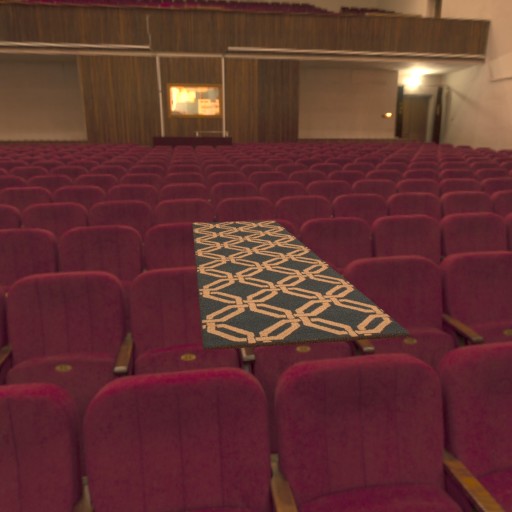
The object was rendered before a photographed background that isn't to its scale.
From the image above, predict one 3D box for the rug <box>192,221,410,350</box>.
[{"bbox_3d":[0.000,0.000,2.495,0.678,0.014,2.276,-2,14,-9],"label":"rug"}]
